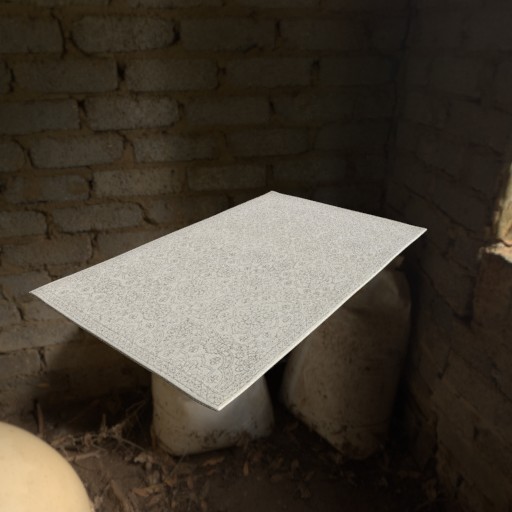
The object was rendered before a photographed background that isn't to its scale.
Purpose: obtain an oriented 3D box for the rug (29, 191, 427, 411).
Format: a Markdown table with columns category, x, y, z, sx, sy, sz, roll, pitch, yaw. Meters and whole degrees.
| category | x | y | z | sx | sy | sz | roll | pitch | yaw |
| --- | --- | --- | --- | --- | --- | --- | --- | --- | --- |
| rug | 0.000 | 0.000 | 2.437 | 1.214 | 0.023 | 1.947 | 19 | 32 | 34 |
